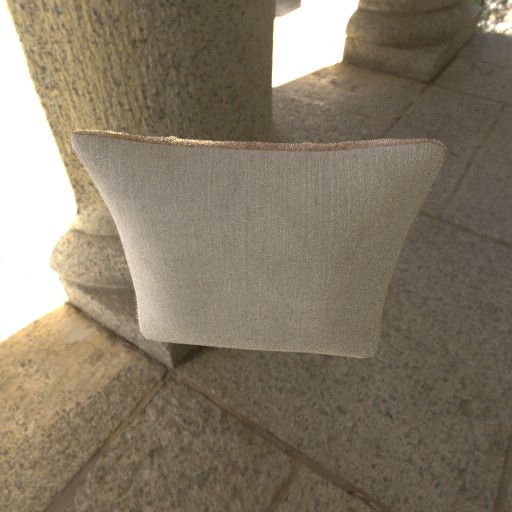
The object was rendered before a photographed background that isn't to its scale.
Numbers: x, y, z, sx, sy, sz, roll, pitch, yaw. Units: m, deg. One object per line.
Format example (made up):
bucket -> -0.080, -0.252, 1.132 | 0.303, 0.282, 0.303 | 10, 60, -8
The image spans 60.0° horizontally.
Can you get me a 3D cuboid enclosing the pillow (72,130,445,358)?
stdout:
pillow -> 0.000, 0.000, 0.814 | 0.538, 0.525, 0.216 | 3, 45, 3
